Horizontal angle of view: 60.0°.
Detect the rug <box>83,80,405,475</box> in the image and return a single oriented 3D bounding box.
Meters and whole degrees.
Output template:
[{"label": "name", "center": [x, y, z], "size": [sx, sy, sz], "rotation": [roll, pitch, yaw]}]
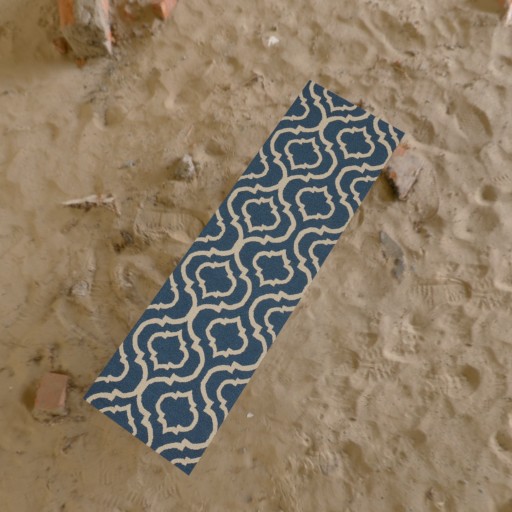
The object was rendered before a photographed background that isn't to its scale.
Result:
[{"label": "rug", "center": [0.000, 0.000, 2.527], "size": [0.685, 0.006, 2.296], "rotation": [32, 78, 8]}]
